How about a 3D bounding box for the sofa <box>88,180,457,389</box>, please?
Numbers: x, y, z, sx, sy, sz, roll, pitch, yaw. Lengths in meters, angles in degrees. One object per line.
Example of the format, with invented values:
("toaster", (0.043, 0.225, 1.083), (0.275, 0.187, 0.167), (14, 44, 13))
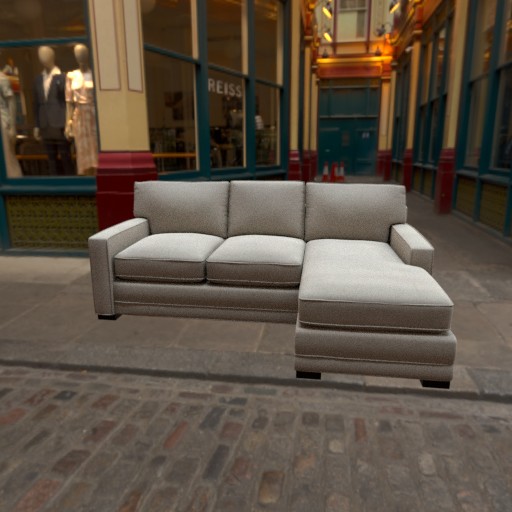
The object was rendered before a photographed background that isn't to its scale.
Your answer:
("sofa", (0.000, 0.000, 2.825), (2.087, 0.861, 1.496), (2, 14, 8))
